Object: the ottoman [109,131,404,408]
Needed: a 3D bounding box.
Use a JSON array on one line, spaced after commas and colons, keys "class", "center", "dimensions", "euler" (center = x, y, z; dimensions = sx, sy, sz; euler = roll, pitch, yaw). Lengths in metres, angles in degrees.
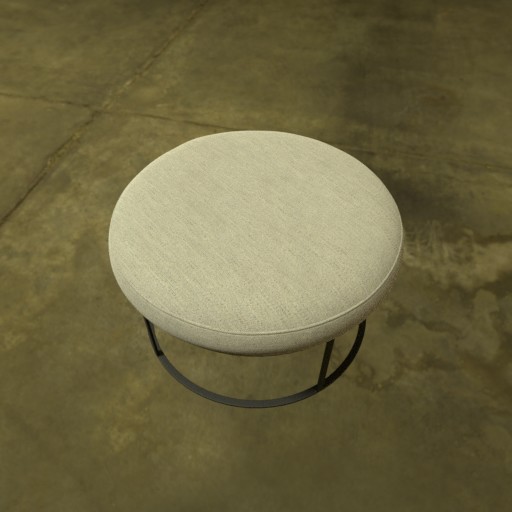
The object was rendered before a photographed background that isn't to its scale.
[{"class": "ottoman", "center": [0.000, 0.000, 1.279], "dimensions": [0.769, 0.459, 0.769], "euler": [0, 48, 0]}]
